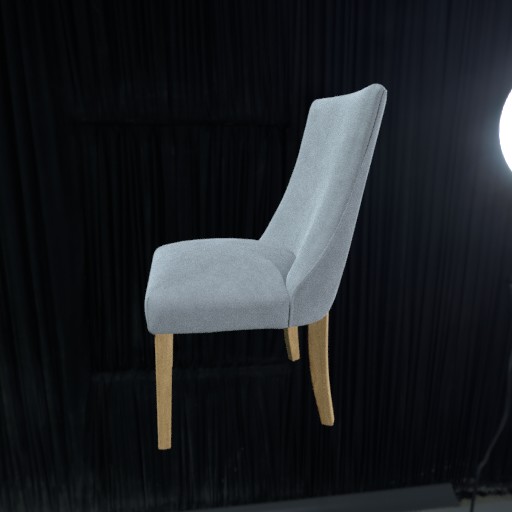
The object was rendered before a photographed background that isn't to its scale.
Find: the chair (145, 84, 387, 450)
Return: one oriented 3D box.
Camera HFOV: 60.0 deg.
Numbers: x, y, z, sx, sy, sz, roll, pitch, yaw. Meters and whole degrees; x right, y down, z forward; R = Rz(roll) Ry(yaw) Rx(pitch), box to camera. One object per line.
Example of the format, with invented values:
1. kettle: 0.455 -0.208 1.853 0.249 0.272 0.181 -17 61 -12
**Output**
1. chair: 0.000 0.000 1.286 0.610 0.902 0.495 -3 15 -9
